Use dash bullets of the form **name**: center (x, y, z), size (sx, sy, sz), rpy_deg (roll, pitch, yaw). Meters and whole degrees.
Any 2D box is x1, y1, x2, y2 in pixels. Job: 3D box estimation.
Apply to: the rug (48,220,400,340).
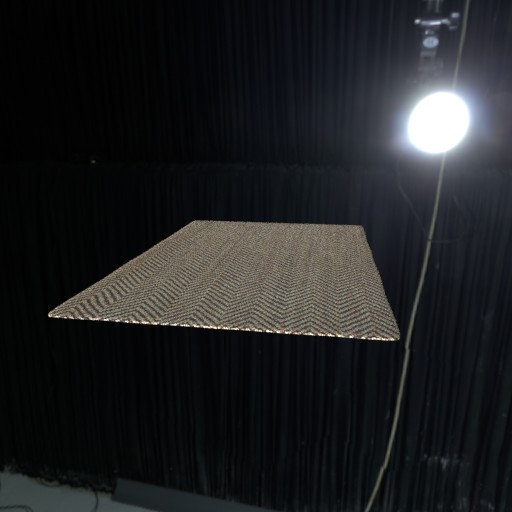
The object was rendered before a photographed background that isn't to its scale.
- **rug**: center (0.000, 0.000, 2.341), size (1.219, 0.008, 1.828), rpy_deg (2, 15, 9)
